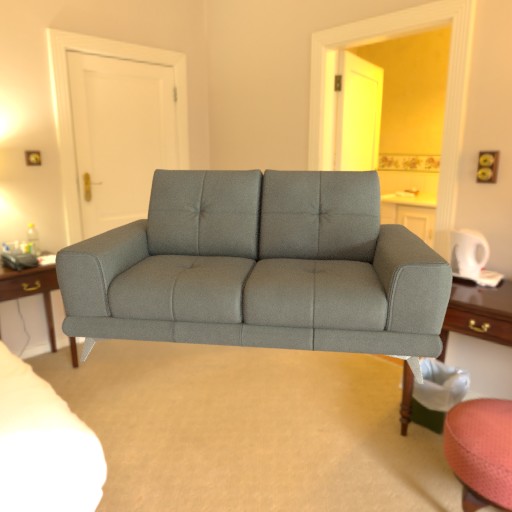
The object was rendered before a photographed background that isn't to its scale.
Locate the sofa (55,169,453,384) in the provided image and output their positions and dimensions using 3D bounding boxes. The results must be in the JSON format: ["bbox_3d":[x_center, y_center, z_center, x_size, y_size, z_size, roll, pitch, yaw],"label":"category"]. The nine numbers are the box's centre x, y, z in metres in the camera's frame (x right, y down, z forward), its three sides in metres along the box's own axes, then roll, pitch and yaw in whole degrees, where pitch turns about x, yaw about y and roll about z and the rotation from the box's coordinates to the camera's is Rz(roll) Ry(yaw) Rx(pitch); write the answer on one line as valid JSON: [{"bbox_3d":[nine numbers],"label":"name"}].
[{"bbox_3d":[0.000,0.000,2.424,1.806,0.907,1.018,2,14,7],"label":"sofa"}]
